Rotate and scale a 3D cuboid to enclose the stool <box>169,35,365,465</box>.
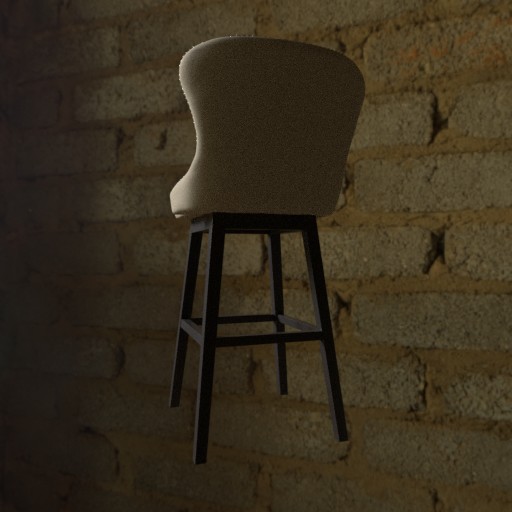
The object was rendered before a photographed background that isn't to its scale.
[{"bbox_3d":[0.000,0.000,1.362,0.528,1.066,0.605,0,0,-19],"label":"stool"}]
